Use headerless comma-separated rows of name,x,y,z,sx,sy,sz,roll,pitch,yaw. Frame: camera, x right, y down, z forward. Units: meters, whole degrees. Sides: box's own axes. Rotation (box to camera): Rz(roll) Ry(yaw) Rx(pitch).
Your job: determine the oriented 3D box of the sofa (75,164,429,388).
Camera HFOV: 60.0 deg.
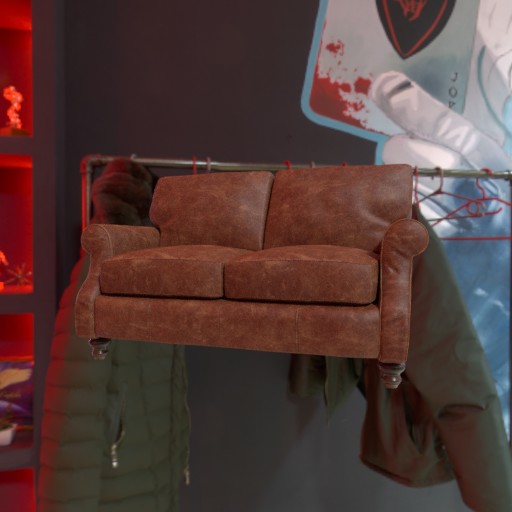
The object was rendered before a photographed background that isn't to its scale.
sofa,0.000,0.000,2.247,1.616,0.967,0.990,0,2,18
